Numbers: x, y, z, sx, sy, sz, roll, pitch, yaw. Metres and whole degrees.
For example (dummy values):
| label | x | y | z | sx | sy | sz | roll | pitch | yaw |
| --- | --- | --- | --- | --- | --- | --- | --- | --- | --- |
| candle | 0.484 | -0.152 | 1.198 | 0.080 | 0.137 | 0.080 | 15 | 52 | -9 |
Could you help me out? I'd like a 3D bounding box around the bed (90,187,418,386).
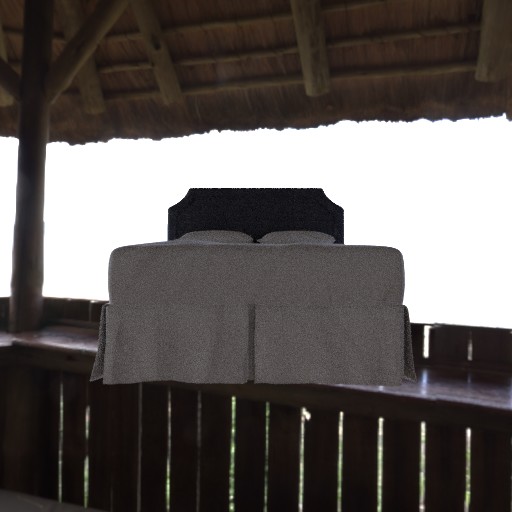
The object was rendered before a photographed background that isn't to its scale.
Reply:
| label | x | y | z | sx | sy | sz | roll | pitch | yaw |
| --- | --- | --- | --- | --- | --- | --- | --- | --- | --- |
| bed | 0.000 | 0.000 | 3.209 | 1.693 | 1.290 | 2.116 | 0 | 0 | 0 |
